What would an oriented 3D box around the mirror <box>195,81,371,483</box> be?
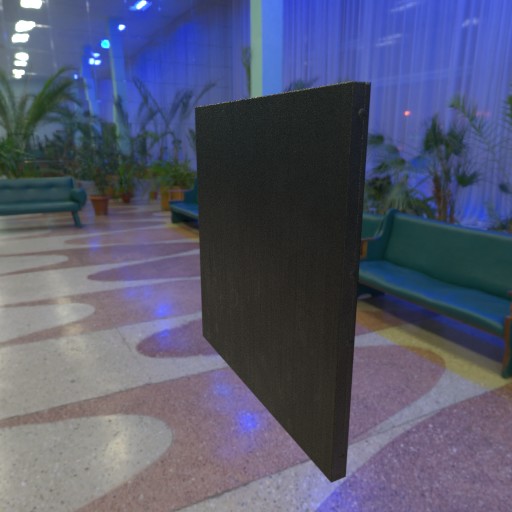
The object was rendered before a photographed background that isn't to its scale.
[{"bbox_3d":[0.000,0.000,0.567,0.020,0.381,0.382,-7,17,-25],"label":"mirror"}]
